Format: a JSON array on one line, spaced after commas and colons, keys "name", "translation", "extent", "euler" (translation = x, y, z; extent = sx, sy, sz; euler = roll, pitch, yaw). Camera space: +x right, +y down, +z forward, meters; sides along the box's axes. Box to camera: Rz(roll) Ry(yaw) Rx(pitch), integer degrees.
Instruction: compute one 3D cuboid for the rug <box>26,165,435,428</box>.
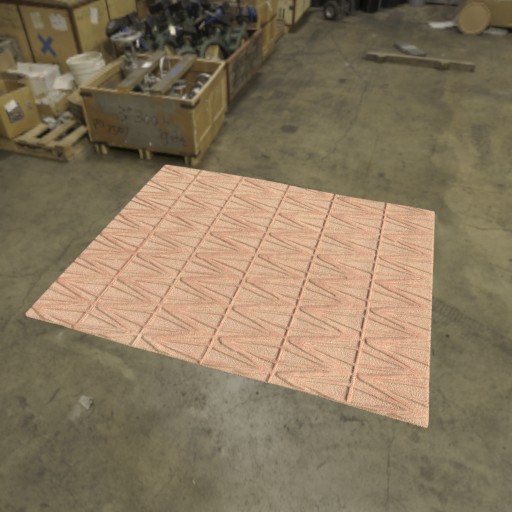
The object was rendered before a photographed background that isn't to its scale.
[{"name": "rug", "translation": [0.000, 0.000, 3.996], "extent": [3.052, 0.043, 2.453], "euler": [12, 43, 13]}]
